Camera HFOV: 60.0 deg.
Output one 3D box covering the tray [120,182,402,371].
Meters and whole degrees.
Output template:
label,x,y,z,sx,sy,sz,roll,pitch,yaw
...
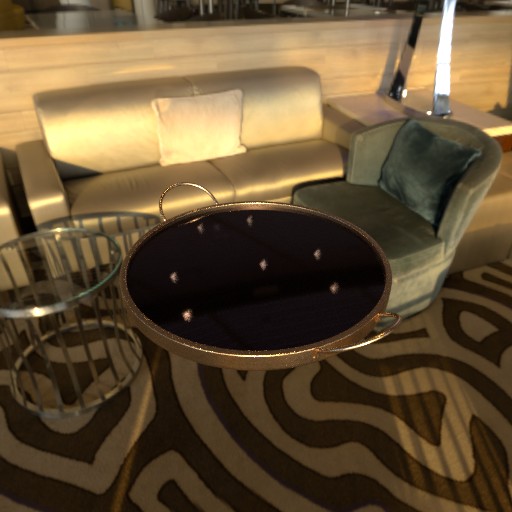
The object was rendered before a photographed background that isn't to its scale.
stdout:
label,x,y,z,sx,sy,sz,roll,pitch,yaw
tray,0.000,0.000,0.732,0.438,0.069,0.543,-22,39,-30
